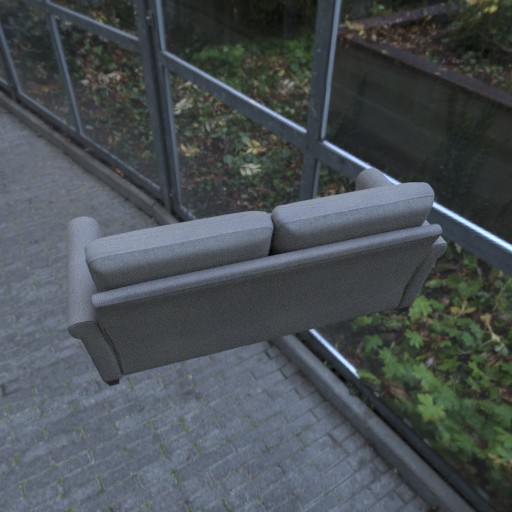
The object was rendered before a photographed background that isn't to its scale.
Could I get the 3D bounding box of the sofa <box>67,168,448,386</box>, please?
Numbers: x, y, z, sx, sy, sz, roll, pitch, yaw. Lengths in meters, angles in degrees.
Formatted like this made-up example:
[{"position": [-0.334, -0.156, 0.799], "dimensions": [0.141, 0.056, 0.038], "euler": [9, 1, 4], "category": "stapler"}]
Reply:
[{"position": [0.000, 0.000, 2.448], "dimensions": [1.935, 0.942, 0.842], "euler": [-12, 43, -13], "category": "sofa"}]
